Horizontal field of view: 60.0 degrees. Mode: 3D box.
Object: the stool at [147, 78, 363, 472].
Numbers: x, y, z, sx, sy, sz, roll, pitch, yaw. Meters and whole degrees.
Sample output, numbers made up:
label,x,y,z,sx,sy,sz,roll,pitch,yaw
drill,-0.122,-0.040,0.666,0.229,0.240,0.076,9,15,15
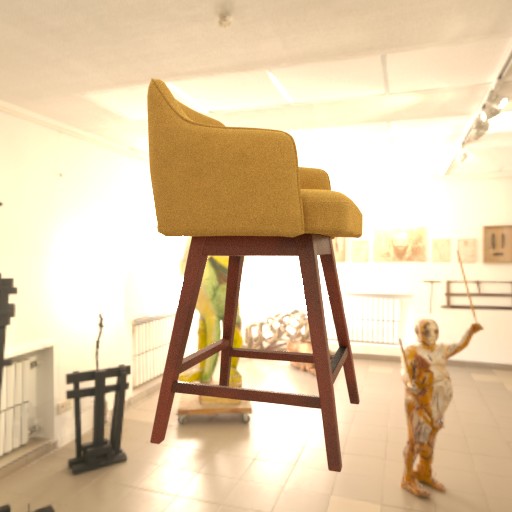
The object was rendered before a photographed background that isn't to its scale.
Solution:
label,x,y,z,sx,sy,sz,roll,pitch,yaw
stool,0.000,0.000,1.250,0.558,0.924,0.548,0,1,18
